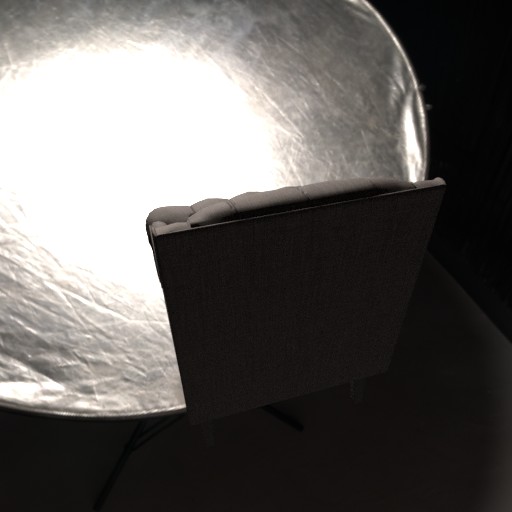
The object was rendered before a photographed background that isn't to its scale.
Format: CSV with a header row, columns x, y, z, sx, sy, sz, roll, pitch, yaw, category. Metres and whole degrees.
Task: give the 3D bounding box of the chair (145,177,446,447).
x,y,z,sx,sy,sz,roll,pitch,yaw,category
0.000,0.000,1.438,0.655,0.891,0.771,-11,42,-13,chair
